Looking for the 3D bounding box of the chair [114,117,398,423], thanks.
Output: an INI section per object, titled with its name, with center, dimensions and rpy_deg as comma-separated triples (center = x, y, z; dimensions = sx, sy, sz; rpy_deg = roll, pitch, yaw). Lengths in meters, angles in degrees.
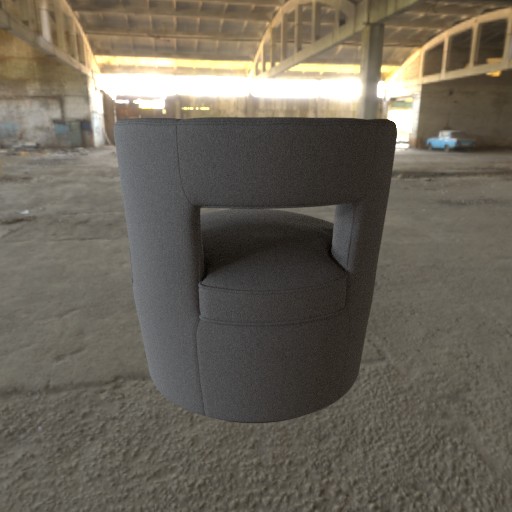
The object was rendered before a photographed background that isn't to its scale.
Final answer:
[chair]
center = 0.000, 0.000, 1.223
dimensions = 0.689, 0.719, 0.660
rpy_deg = -3, 16, -10
